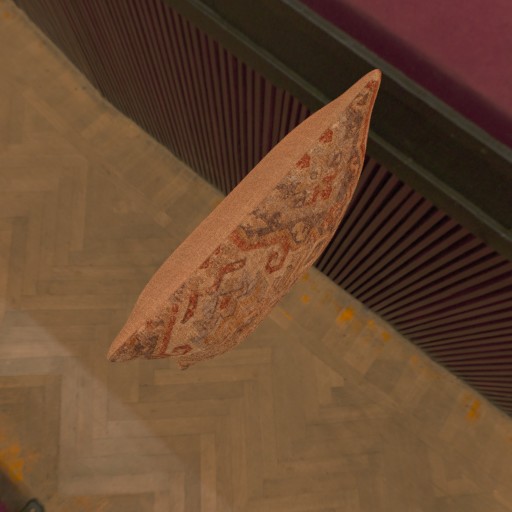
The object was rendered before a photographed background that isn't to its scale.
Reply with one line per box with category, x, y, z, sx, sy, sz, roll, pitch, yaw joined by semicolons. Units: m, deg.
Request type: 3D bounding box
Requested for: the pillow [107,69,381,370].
pillow;0.000;0.000;0.799;0.166;0.506;0.523;41;79;9
